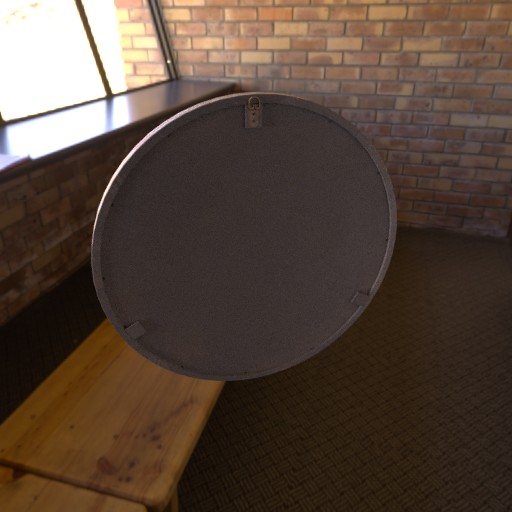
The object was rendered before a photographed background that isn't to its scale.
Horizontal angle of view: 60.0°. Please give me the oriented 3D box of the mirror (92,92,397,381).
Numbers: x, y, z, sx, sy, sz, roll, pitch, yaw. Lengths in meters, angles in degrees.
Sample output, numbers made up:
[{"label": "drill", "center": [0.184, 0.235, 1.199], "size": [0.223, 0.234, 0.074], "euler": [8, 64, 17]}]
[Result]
[{"label": "mirror", "center": [0.000, 0.000, 1.023], "size": [0.710, 0.710, 0.038], "euler": [-8, 28, -14]}]
